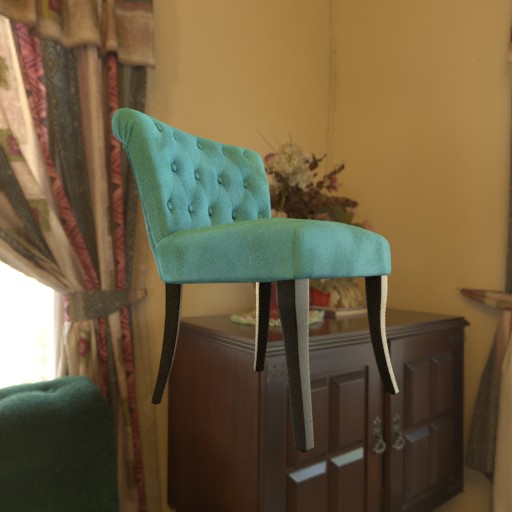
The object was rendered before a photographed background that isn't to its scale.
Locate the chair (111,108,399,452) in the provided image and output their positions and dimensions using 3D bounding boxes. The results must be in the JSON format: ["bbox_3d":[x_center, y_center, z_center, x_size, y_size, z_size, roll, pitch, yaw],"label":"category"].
[{"bbox_3d":[0.000,0.000,1.199,0.605,0.750,0.582,-1,-2,37],"label":"chair"}]
